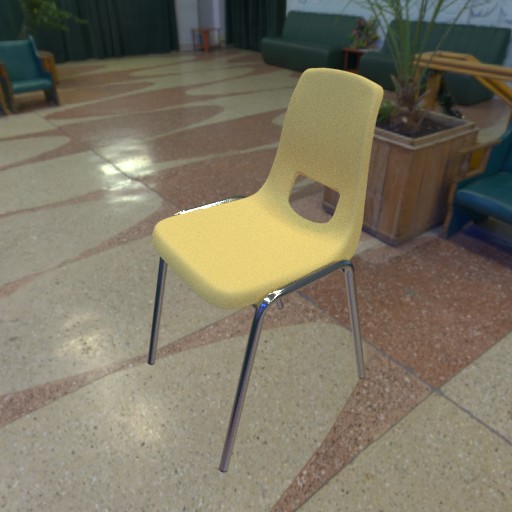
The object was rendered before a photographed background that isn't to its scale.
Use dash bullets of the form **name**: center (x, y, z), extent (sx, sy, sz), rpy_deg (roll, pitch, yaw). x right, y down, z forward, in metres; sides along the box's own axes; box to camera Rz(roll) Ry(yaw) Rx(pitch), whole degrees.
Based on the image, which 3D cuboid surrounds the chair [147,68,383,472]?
- **chair**: center (0.000, 0.000, 0.951), extent (0.436, 0.704, 0.381), rpy_deg (-21, 38, -29)
